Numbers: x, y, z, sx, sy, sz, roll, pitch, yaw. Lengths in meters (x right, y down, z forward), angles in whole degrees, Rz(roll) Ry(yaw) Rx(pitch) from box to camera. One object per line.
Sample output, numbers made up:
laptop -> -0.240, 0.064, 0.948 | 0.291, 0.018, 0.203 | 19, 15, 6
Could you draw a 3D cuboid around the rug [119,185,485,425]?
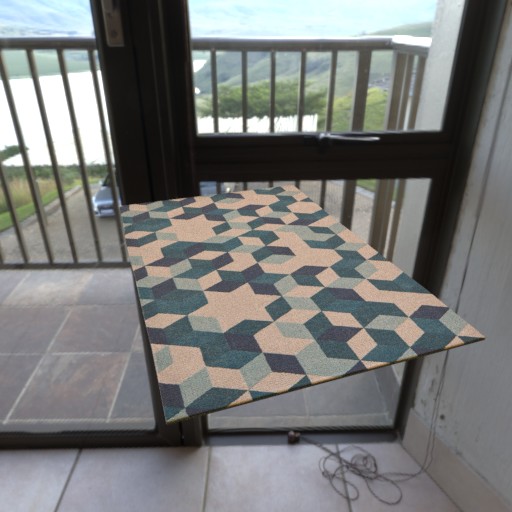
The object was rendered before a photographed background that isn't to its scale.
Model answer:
rug -> 0.000, 0.000, 2.275 | 1.235, 0.014, 1.829 | -10, 30, -17
